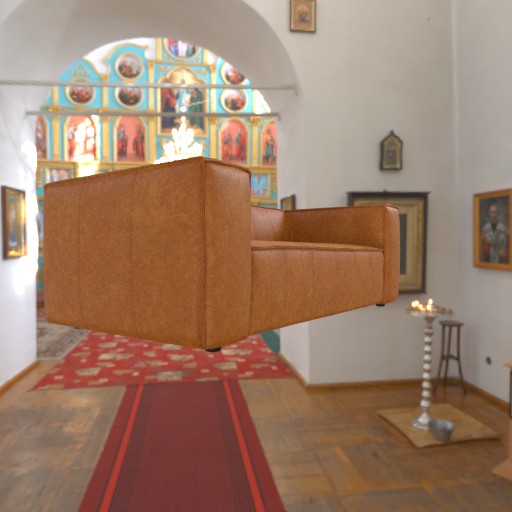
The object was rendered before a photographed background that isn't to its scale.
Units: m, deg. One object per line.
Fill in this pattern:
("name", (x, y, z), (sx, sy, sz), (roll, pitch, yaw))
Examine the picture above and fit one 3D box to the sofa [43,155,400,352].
("sofa", (0.000, 0.000, 2.618), (1.102, 0.703, 2.088), (0, 0, 36))
